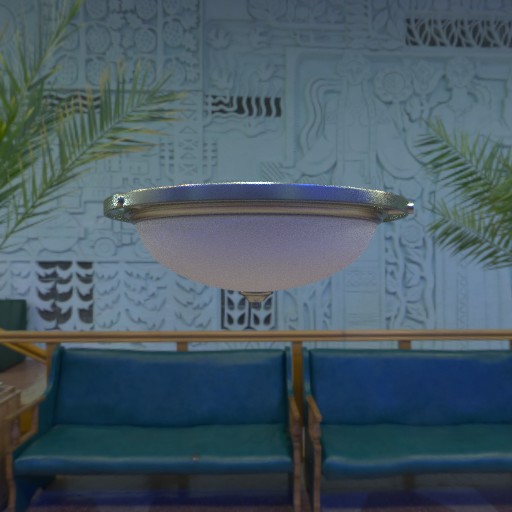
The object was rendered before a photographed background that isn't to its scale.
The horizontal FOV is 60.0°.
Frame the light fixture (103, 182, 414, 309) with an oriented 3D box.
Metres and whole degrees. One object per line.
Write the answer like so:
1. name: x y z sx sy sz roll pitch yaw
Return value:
1. light fixture: 0.000 0.000 0.554 0.361 0.130 0.361 0 0 0
